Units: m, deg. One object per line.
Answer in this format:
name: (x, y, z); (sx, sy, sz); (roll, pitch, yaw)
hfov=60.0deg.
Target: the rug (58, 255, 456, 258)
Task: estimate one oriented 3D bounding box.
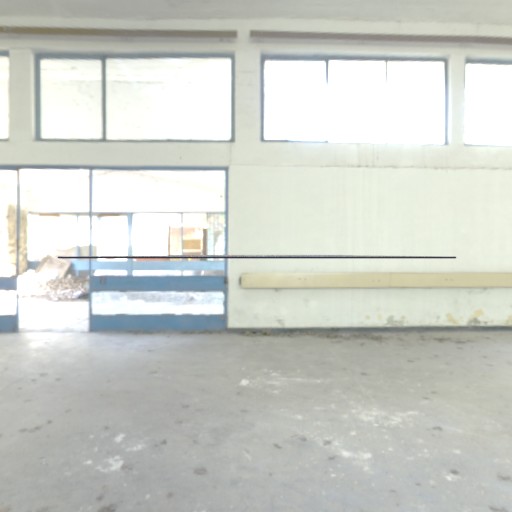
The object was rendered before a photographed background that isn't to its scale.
rug: (0.000, 0.000, 3.719); (2.053, 0.011, 2.940); (0, 0, 0)
